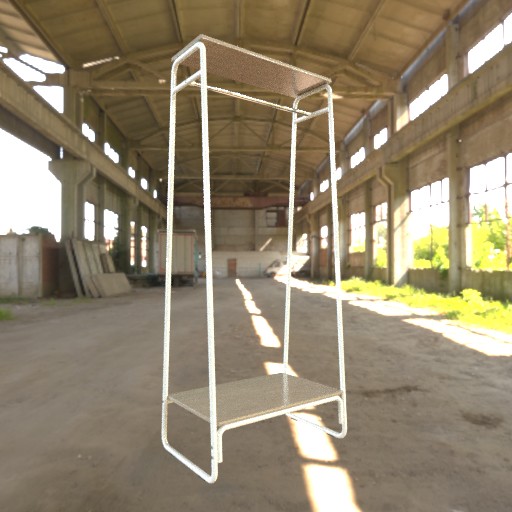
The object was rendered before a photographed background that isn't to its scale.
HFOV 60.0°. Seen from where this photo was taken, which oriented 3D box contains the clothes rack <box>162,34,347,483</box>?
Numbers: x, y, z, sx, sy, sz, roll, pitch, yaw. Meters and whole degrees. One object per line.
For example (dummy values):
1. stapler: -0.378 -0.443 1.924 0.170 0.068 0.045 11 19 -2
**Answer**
1. clothes rack: 0.000 0.000 1.787 0.640 1.512 0.400 0 -1 -37
